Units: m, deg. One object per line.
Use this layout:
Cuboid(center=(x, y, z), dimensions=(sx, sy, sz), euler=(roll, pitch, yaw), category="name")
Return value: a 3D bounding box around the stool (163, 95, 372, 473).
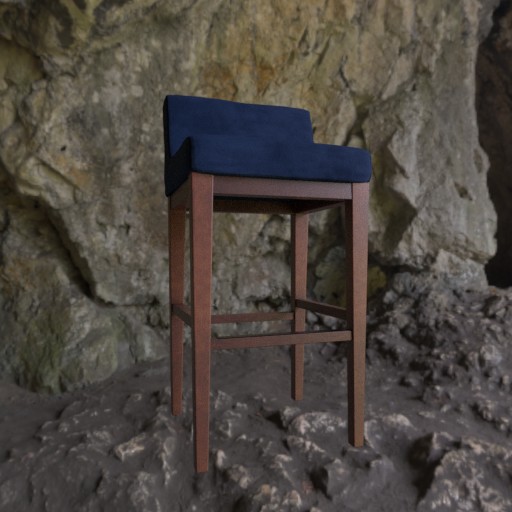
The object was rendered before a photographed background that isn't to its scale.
Cuboid(center=(0.000, 0.000, 1.335), dimensions=(0.511, 1.037, 0.500), euler=(0, 1, -19), category="stool")
